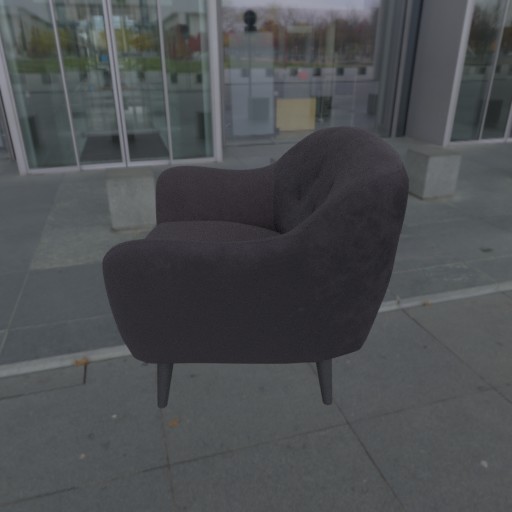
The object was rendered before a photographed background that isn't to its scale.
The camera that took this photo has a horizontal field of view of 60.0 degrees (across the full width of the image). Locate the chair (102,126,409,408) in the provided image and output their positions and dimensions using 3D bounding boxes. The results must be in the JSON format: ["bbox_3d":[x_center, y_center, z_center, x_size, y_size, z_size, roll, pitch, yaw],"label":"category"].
[{"bbox_3d":[0.000,0.000,1.527,0.819,0.807,0.840,-1,25,-1],"label":"chair"}]
